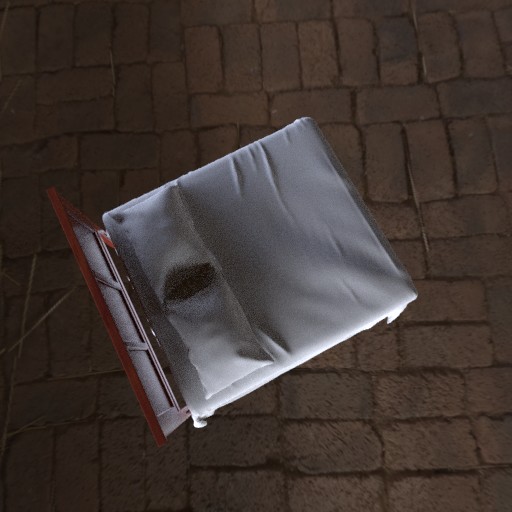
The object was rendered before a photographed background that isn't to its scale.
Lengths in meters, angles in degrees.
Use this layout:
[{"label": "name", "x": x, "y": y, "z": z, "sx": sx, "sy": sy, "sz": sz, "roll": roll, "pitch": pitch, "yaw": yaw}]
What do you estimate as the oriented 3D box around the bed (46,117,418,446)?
[{"label": "bed", "x": 0.000, "y": 0.000, "z": 3.262, "sx": 2.050, "sy": 1.270, "sz": 1.870, "roll": -27, "pitch": 79, "yaw": -6}]
